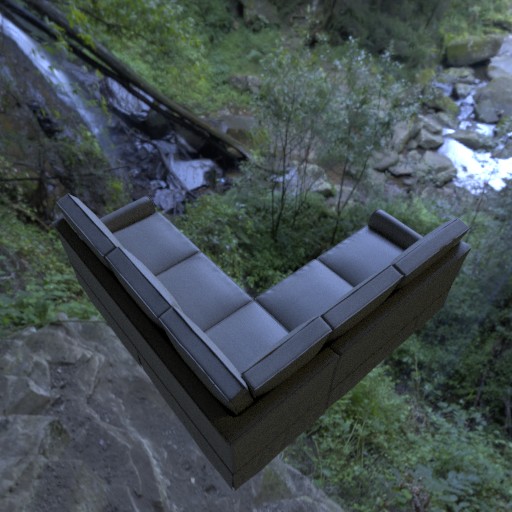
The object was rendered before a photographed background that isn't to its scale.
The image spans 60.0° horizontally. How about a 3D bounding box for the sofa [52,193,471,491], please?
[{"bbox_3d":[0.000,0.000,4.047,2.618,1.081,2.623,-31,53,-27],"label":"sofa"}]
